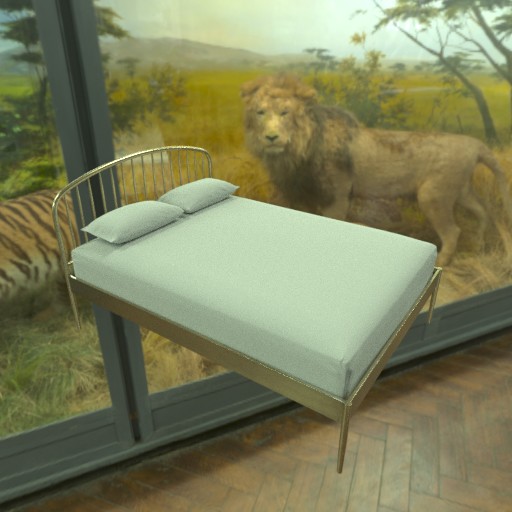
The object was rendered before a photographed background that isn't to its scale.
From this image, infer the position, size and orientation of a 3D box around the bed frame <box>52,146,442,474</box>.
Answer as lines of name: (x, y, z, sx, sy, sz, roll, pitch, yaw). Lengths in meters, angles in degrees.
bed frame: (0.000, 0.000, 3.087, 2.152, 1.175, 1.612, 17, 31, 31)
